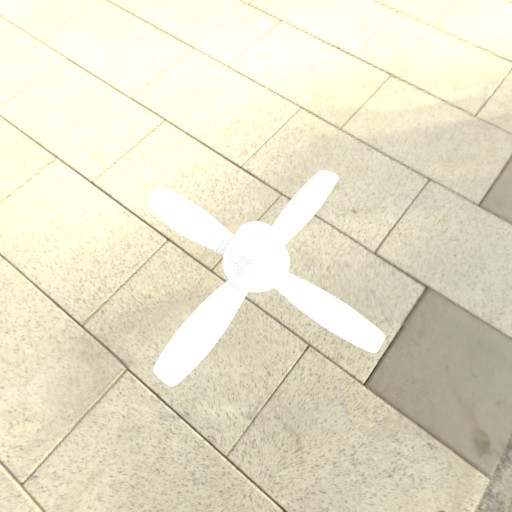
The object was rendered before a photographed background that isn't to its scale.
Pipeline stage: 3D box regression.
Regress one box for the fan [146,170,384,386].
[{"bbox_3d":[0.000,0.000,2.564,1.693,0.382,1.694,33,67,16],"label":"fan"}]
